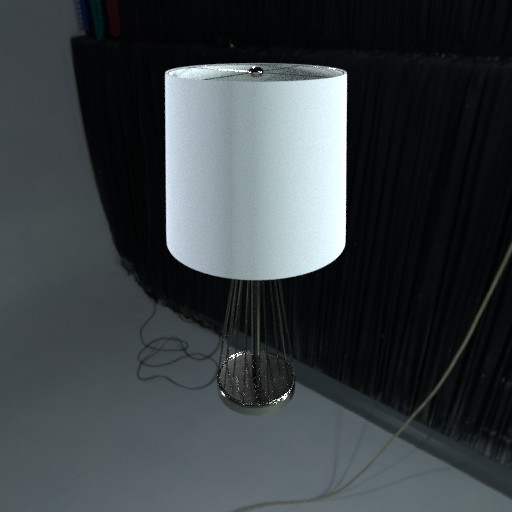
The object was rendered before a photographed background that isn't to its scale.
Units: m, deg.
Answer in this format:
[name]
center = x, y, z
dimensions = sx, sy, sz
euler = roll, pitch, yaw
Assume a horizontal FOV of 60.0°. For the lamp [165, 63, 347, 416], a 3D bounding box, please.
[lamp]
center = 0.000, 0.000, 0.783
dimensions = 0.303, 0.618, 0.303
euler = 0, 28, 0
